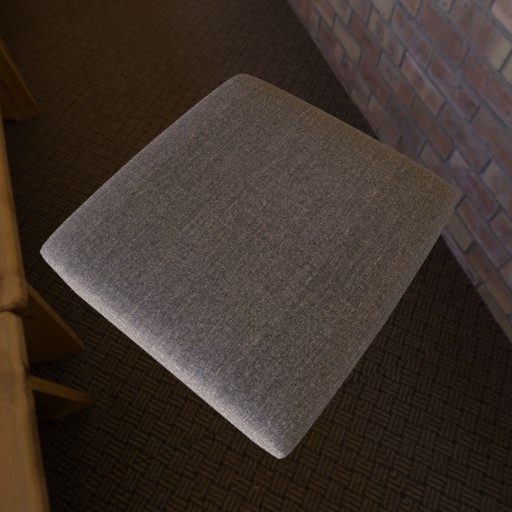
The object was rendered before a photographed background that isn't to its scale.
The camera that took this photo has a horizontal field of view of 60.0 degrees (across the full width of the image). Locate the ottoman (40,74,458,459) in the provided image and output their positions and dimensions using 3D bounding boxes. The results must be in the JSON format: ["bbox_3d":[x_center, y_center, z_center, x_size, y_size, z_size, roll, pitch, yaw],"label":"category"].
[{"bbox_3d":[0.000,0.000,1.054,0.648,0.399,0.655,34,68,16],"label":"ottoman"}]
